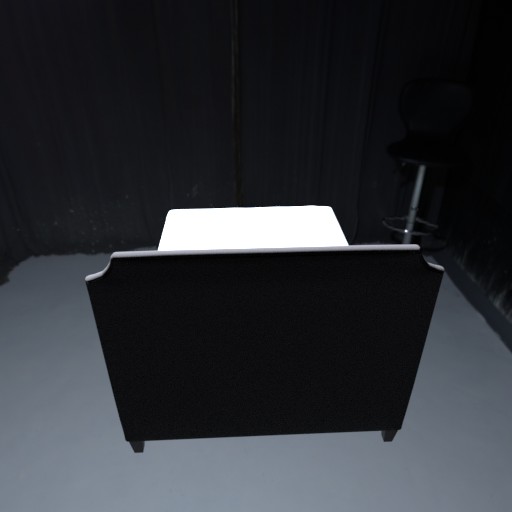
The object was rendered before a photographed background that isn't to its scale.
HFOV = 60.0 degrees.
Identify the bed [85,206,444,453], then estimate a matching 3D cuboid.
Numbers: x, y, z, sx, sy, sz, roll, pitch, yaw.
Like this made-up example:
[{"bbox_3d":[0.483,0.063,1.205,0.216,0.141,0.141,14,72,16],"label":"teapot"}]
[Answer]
[{"bbox_3d":[0.000,0.000,3.377,1.713,1.443,2.372,-1,31,-2],"label":"bed"}]
